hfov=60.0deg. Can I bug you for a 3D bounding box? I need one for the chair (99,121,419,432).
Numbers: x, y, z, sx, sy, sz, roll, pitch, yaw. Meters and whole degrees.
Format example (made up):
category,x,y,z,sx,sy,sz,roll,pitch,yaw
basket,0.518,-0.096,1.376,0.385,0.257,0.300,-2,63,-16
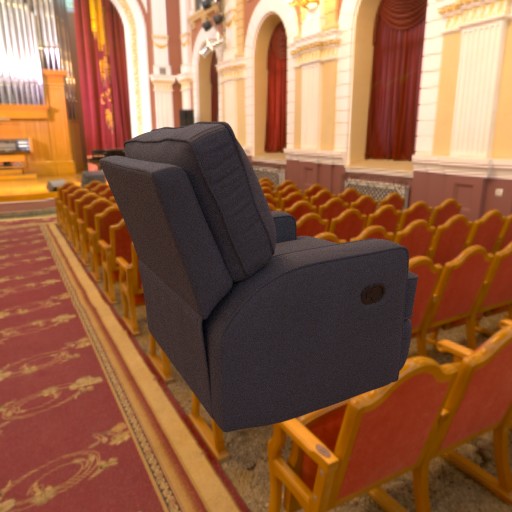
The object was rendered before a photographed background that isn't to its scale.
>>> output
category,x,y,z,sx,sy,sz,roll,pitch,yaw
chair,0.000,0.000,1.688,0.964,0.962,0.861,-8,17,-27
